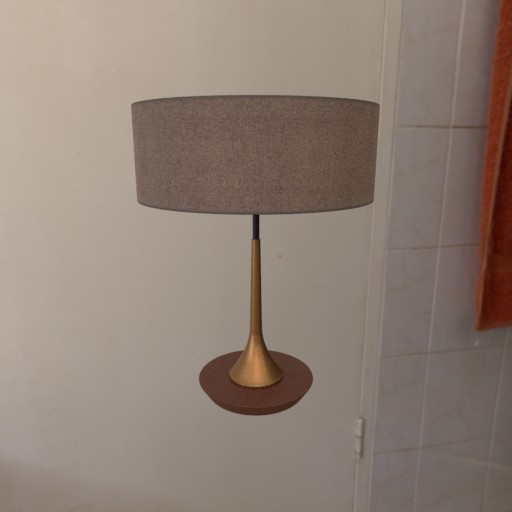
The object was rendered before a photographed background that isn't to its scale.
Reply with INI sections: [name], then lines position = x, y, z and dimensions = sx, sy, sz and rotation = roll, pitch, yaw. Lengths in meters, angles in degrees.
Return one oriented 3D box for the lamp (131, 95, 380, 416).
[lamp]
position = 0.000, 0.000, 0.831
dimensions = 0.417, 0.551, 0.396
rotation = -2, 14, -9
